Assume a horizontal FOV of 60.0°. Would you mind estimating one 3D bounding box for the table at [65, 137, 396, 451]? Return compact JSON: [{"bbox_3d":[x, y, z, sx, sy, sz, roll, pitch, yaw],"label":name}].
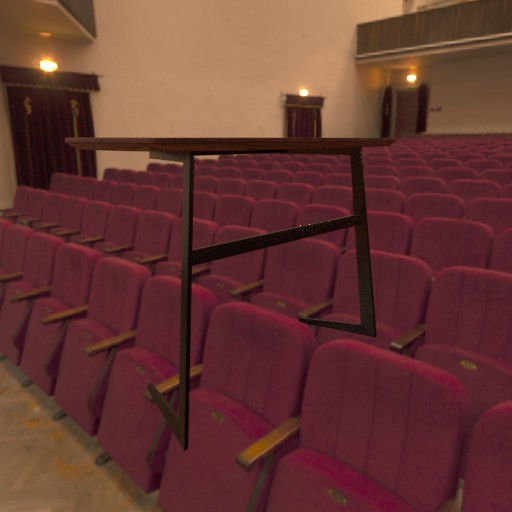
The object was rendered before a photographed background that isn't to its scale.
[{"bbox_3d":[0.000,0.000,1.118,0.361,0.576,0.804,14,20,43],"label":"table"}]
